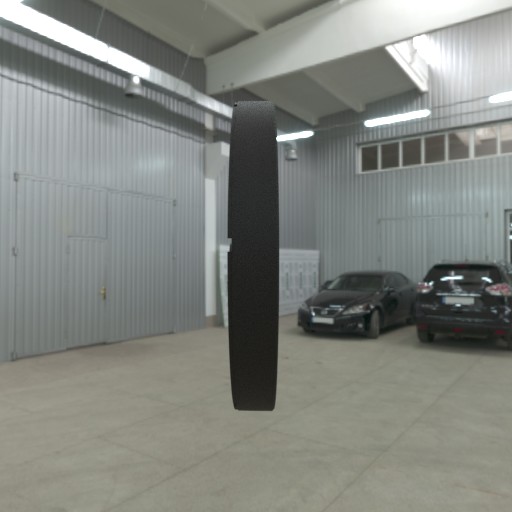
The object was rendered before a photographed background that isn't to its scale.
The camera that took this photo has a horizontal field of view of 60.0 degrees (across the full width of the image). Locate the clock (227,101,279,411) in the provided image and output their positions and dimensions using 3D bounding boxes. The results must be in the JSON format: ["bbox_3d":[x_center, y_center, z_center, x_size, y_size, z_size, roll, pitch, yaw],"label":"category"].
[{"bbox_3d":[0.000,0.000,0.444,0.040,0.293,0.293,0,-1,0],"label":"clock"}]
